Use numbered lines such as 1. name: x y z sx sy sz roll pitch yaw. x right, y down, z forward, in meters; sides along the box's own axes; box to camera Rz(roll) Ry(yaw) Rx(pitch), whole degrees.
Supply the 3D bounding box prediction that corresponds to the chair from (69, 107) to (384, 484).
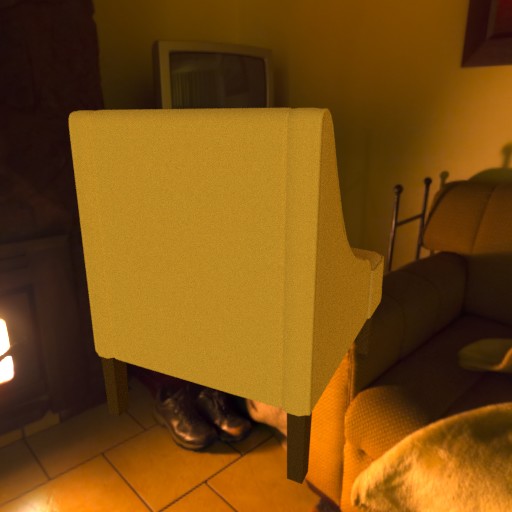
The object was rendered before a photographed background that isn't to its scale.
1. chair: 0.000 0.000 1.430 0.689 0.886 0.806 8 19 25
